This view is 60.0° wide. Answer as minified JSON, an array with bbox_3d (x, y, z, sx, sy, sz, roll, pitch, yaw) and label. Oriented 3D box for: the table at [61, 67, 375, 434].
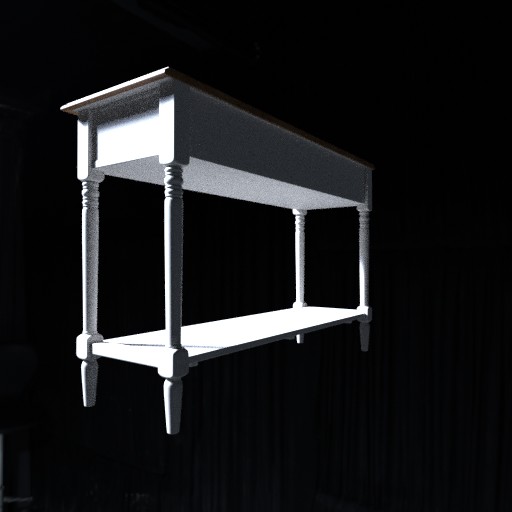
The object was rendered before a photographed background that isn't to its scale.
[{"bbox_3d":[0.000,0.000,1.549,0.399,0.800,1.219,0,-1,36],"label":"table"}]
